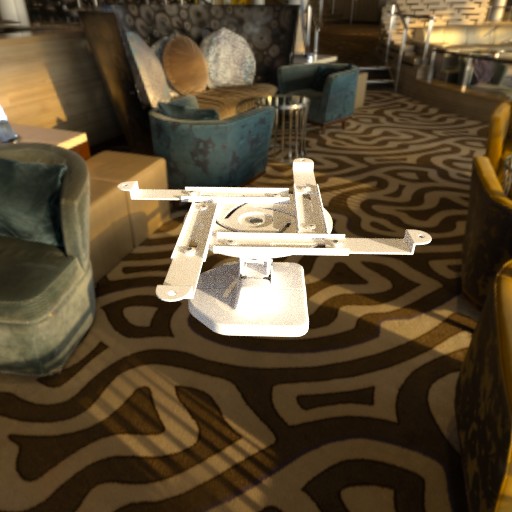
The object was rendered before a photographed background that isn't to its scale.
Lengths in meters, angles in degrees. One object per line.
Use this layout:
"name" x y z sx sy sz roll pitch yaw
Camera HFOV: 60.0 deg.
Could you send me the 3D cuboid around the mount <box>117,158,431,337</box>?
"mount" 0.000 0.000 0.594 0.394 0.141 0.394 1 31 2
